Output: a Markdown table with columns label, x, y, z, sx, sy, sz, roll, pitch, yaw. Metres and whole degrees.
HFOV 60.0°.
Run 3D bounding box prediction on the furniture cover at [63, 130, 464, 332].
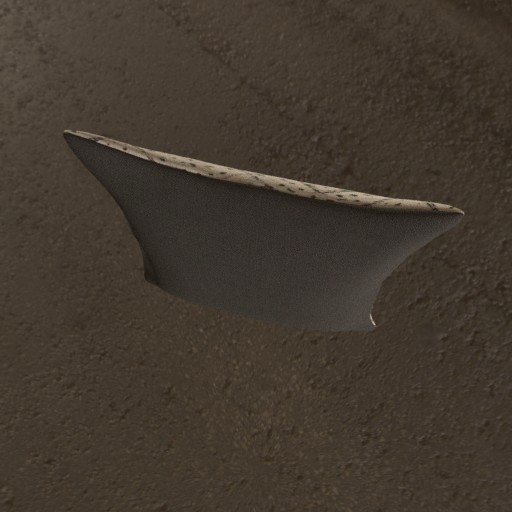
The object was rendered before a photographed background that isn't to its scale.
| label | x | y | z | sx | sy | sz | roll | pitch | yaw |
| --- | --- | --- | --- | --- | --- | --- | --- | --- | --- |
| furniture cover | 0.000 | 0.000 | 0.774 | 0.525 | 0.498 | 0.180 | 12 | 64 | 6 |
